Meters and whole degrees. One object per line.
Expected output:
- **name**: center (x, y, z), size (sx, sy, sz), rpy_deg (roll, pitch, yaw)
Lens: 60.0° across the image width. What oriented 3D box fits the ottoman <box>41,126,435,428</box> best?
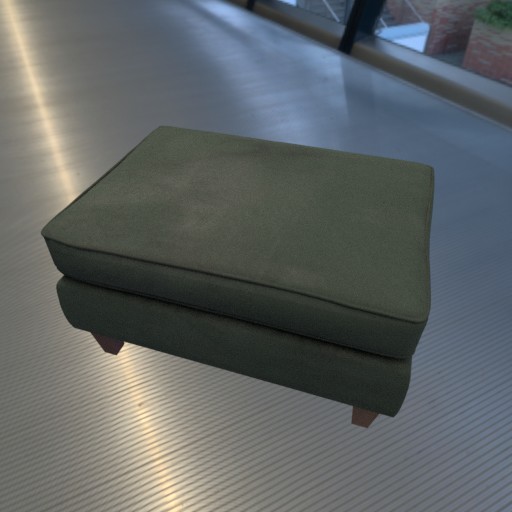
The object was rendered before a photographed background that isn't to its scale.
- **ottoman**: center (0.000, 0.000, 1.237), size (0.864, 0.495, 0.632), rpy_deg (12, 42, 13)
